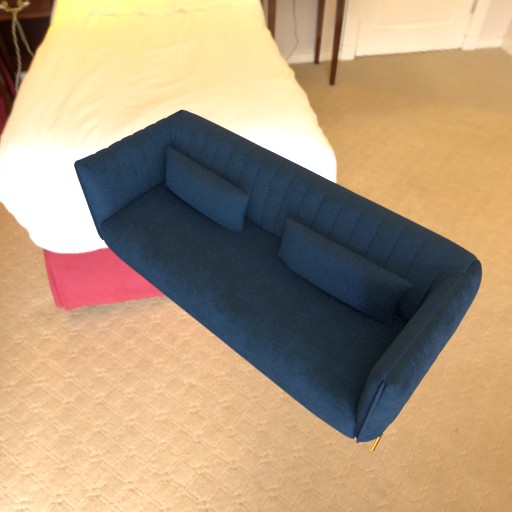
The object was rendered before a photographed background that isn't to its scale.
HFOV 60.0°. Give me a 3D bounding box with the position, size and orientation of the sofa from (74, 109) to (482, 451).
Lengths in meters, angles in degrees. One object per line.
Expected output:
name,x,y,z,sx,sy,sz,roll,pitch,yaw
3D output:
sofa,0.000,0.000,2.524,2.136,0.793,0.896,33,55,27
